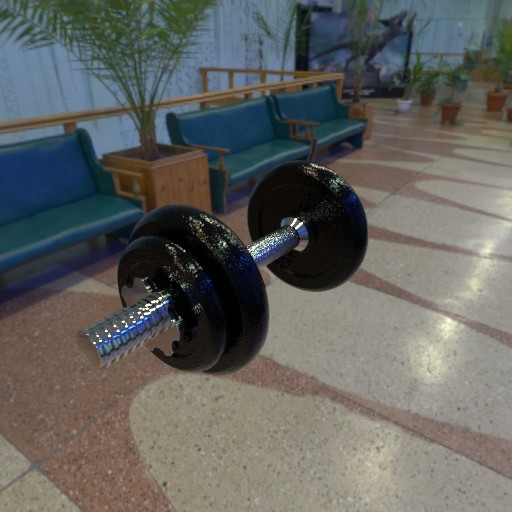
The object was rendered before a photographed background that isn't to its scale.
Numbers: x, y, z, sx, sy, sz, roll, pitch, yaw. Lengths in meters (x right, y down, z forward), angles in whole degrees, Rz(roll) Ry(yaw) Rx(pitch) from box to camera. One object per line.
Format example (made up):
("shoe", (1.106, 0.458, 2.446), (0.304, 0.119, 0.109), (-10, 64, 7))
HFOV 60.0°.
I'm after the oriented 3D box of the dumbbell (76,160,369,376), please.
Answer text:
("dumbbell", (0.000, 0.000, 0.579), (0.202, 0.202, 0.497), (19, 32, 33))
